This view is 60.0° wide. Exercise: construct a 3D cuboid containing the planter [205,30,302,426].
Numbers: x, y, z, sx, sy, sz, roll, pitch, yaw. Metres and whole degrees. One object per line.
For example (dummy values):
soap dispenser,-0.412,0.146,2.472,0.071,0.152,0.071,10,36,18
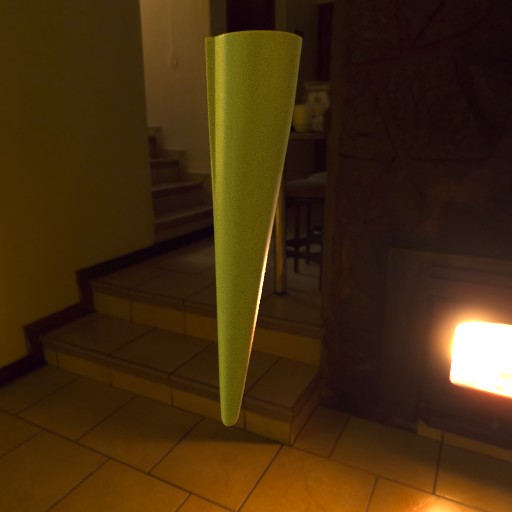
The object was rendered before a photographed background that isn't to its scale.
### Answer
planter,0.000,0.000,0.300,0.055,0.268,0.054,2,16,7
